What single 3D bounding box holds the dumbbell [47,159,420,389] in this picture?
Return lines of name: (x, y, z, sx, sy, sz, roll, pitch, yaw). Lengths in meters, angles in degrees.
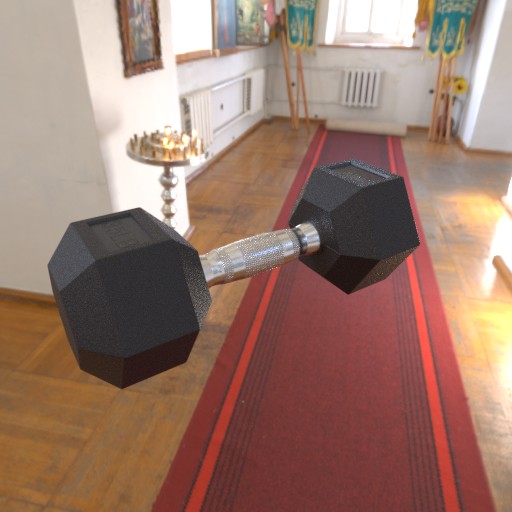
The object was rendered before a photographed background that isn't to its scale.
dumbbell: (0.000, 0.000, 0.429, 0.356, 0.123, 0.141, -18, 34, -28)
